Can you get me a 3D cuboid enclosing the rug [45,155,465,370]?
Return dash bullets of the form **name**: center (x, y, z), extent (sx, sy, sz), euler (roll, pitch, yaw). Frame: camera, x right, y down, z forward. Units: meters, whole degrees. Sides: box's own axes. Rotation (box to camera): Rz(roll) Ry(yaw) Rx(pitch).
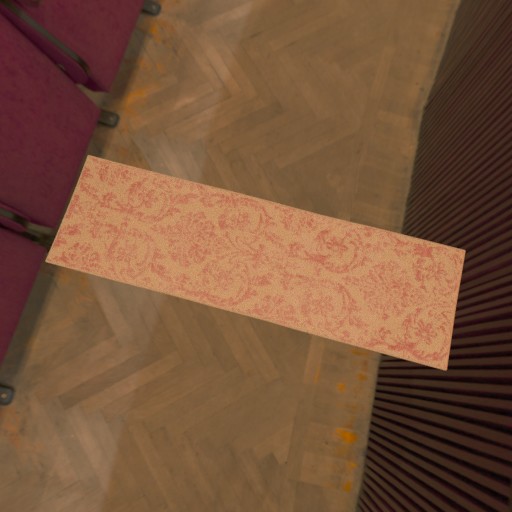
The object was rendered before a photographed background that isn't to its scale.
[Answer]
- **rug**: center (0.000, 0.000, 2.416), extent (2.196, 0.011, 0.662), euler (15, 76, 4)
